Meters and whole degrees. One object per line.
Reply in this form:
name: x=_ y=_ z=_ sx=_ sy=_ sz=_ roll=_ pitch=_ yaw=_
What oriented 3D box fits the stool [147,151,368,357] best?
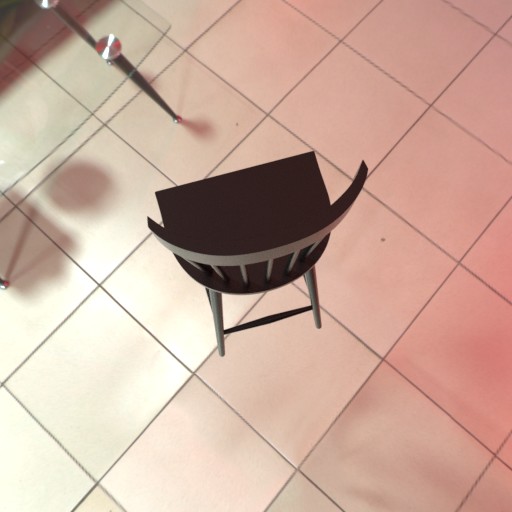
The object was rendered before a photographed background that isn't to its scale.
stool: x=0.000 y=0.000 z=1.397 sx=0.482 sy=1.092 sz=0.483 roll=-15 pitch=76 yaw=-4
